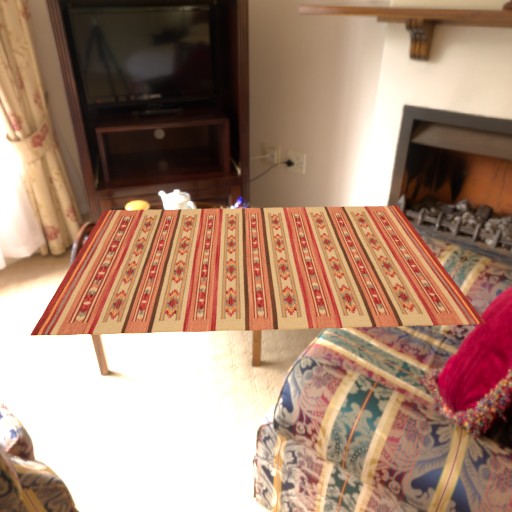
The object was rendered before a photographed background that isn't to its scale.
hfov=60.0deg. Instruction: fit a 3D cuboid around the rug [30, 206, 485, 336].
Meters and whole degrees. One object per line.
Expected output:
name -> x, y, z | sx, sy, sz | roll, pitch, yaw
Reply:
rug -> 0.000, 0.000, 3.013 | 2.431, 0.010, 1.535 | -1, 31, -2
